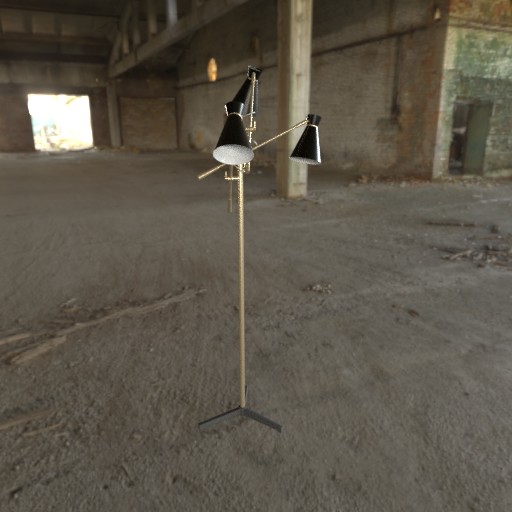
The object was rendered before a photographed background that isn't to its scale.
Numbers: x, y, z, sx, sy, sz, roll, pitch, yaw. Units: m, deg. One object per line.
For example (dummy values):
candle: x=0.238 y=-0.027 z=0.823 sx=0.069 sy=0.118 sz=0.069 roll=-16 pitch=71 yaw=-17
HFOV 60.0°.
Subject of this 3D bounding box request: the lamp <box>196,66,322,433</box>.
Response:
lamp: x=0.000 y=0.000 z=2.190 sx=0.653 sy=1.804 sz=0.750 roll=-8 pitch=18 yaw=-26
